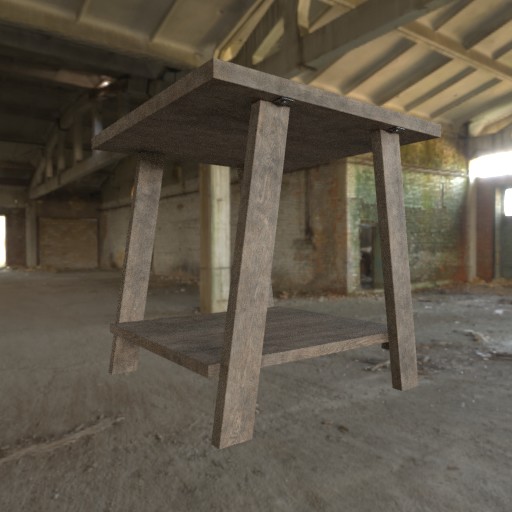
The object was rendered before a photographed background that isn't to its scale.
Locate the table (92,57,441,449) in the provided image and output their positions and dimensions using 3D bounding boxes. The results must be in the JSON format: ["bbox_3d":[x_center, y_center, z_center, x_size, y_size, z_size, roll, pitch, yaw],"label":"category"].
[{"bbox_3d":[0.000,0.000,1.091,0.610,0.610,0.610,-1,2,-37],"label":"table"}]
